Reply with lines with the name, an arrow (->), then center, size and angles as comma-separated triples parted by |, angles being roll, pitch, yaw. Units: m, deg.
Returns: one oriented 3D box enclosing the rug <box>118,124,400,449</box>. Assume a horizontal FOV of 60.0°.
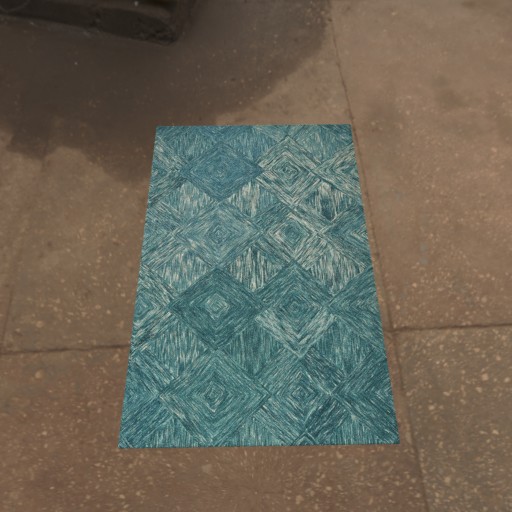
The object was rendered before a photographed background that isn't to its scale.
rug -> 0.000, 0.000, 2.875 | 1.490, 0.015, 2.277 | -1, 62, 0
